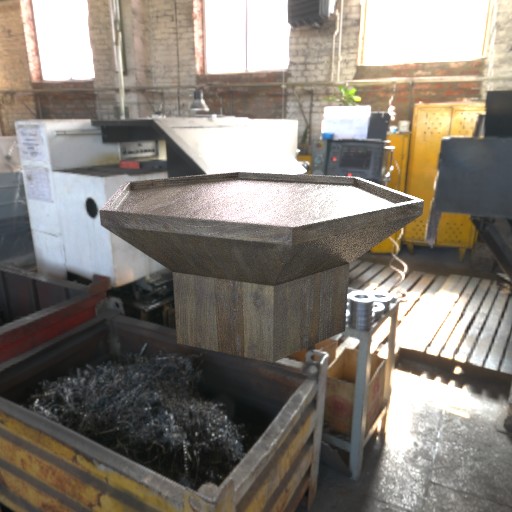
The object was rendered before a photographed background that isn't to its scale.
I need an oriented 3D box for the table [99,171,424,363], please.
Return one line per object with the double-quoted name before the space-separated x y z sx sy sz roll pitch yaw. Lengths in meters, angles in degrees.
"table" 0.000 0.000 1.635 0.966 0.488 1.115 -3 18 -8
